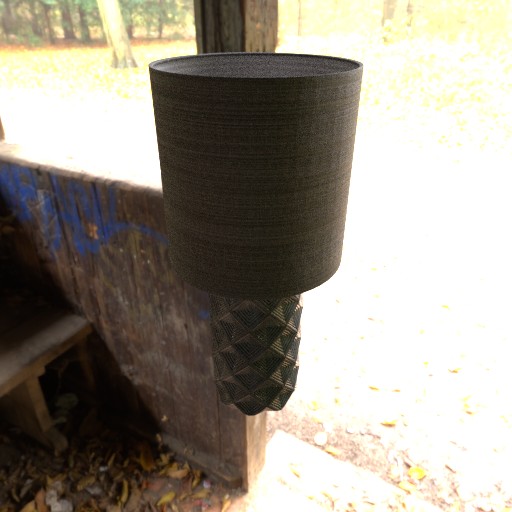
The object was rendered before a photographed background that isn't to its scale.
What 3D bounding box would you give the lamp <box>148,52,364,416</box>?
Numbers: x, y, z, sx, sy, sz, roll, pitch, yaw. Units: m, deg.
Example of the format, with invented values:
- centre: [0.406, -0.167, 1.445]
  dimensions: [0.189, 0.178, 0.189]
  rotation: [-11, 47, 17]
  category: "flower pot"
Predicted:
- centre: [0.000, 0.000, 0.703]
  dimensions: [0.268, 0.566, 0.269]
  rotation: [1, 30, 2]
  category: "lamp"
